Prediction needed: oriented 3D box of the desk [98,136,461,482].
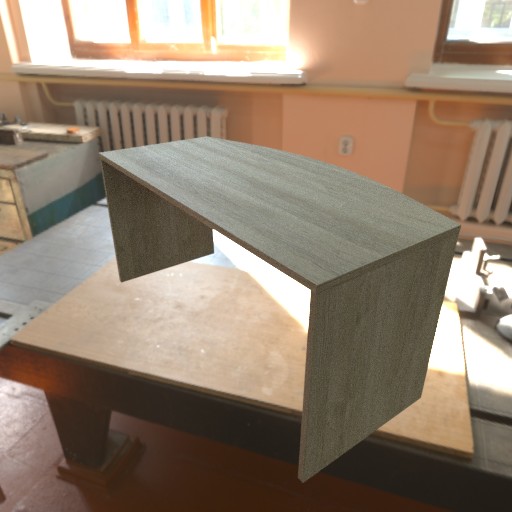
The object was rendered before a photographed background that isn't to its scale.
[{"bbox_3d":[0.000,0.000,2.051,0.802,0.752,1.600,-19,33,-32],"label":"desk"}]
